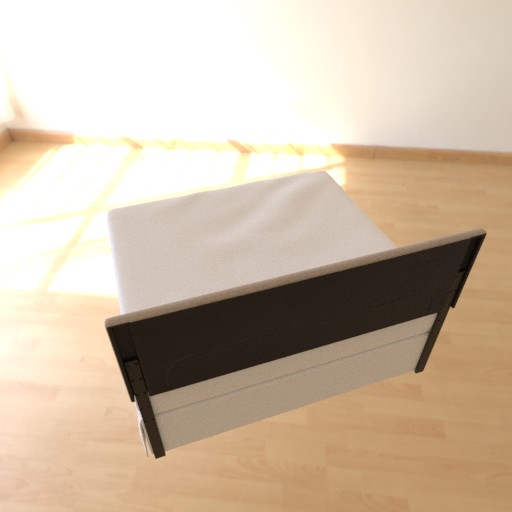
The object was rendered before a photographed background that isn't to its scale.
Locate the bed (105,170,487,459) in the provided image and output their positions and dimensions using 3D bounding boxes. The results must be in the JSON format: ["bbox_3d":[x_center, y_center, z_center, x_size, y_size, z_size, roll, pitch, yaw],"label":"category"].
[{"bbox_3d":[0.000,0.000,3.337,2.170,1.346,1.914,-13,43,-14],"label":"bed"}]
